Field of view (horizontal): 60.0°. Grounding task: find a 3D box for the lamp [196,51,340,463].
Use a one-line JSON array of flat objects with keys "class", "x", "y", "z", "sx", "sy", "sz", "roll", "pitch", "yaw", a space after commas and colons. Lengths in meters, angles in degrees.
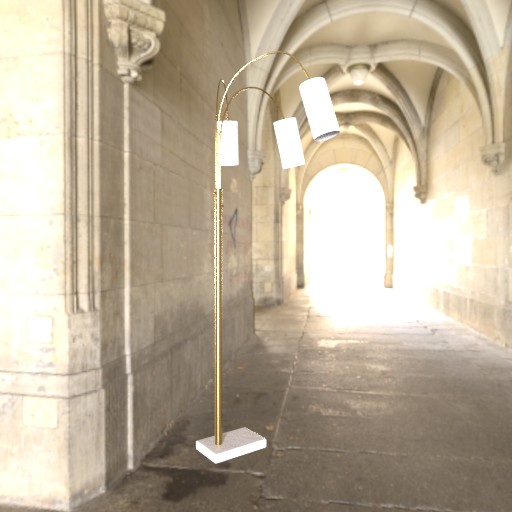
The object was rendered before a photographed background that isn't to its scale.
[{"class": "lamp", "x": 0.000, "y": 0.000, "z": 2.476, "sx": 0.667, "sy": 2.055, "sz": 1.020, "roll": -1, "pitch": 1, "yaw": -36}]
